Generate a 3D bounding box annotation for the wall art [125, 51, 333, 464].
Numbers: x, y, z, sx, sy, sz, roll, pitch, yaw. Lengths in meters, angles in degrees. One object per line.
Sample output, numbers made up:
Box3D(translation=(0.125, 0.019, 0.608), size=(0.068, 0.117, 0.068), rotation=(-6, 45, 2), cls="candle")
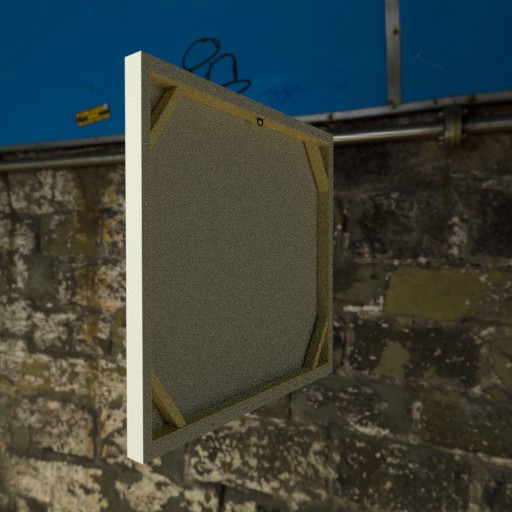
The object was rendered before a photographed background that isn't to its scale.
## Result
Box3D(translation=(0.000, 0.000, 0.908), size=(0.038, 0.610, 0.610), rotation=(1, 1, 37), cls="wall art")
